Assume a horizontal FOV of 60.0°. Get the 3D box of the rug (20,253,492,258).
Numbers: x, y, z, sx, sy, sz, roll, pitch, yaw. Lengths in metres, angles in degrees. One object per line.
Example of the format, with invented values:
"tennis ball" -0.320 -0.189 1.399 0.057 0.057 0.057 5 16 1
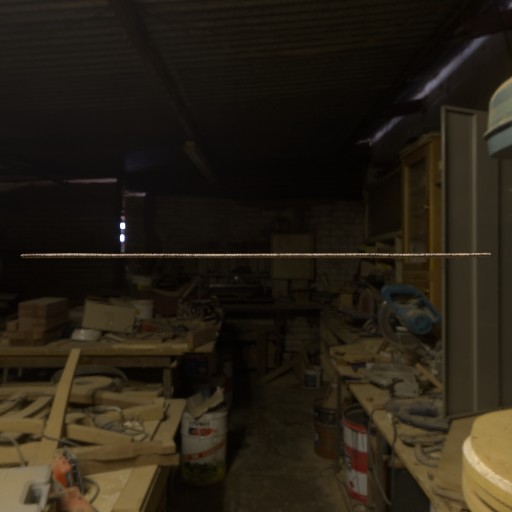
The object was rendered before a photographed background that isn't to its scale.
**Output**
"rug" 0.000 0.000 4.211 3.199 0.036 2.414 0 0 0
